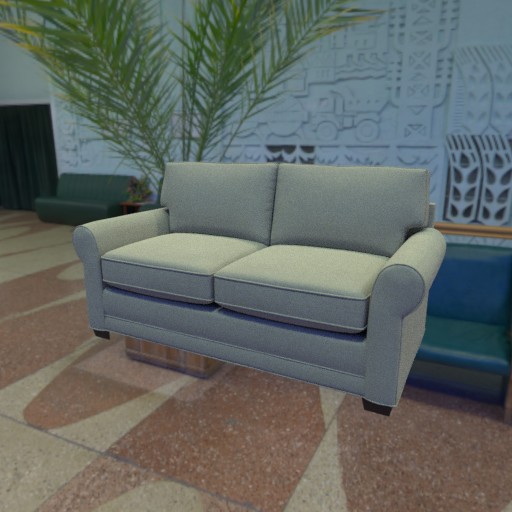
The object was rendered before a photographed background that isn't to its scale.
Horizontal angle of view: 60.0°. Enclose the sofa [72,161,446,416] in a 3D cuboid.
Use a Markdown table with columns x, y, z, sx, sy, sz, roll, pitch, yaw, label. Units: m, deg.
| x | y | z | sx | sy | sz | roll | pitch | yaw | label |
| --- | --- | --- | --- | --- | --- | --- | --- | --- | --- |
| 0.000 | 0.000 | 2.310 | 1.774 | 0.933 | 0.861 | 7 | 16 | 27 | sofa |
